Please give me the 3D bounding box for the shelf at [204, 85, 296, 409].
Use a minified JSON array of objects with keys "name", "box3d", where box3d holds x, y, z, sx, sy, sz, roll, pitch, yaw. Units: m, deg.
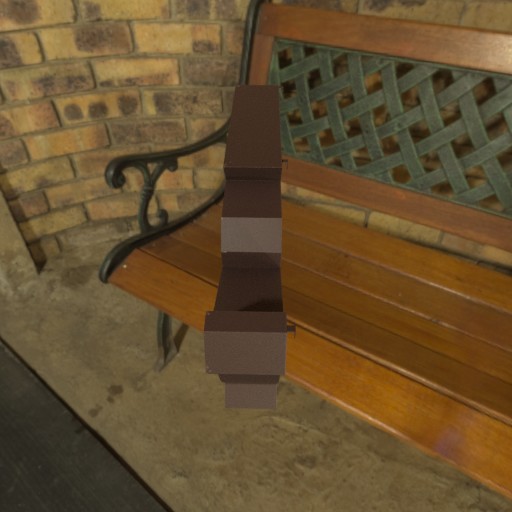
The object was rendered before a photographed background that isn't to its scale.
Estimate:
[{"name":"shelf","box3d":[0.000,0.000,0.920,0.112,0.439,0.729,1,41,1]}]
